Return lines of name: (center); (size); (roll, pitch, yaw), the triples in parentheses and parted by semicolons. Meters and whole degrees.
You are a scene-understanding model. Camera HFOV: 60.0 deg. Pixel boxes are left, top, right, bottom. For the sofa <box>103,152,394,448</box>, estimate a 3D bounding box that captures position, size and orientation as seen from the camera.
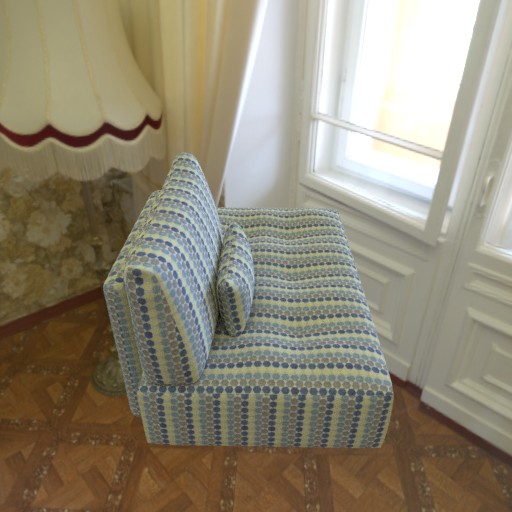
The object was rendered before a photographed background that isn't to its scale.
sofa: (0.000, 0.000, 2.053); (1.000, 0.820, 1.450); (1, 32, 1)
